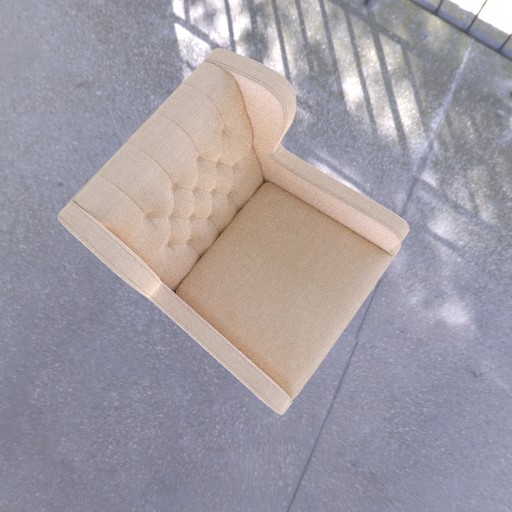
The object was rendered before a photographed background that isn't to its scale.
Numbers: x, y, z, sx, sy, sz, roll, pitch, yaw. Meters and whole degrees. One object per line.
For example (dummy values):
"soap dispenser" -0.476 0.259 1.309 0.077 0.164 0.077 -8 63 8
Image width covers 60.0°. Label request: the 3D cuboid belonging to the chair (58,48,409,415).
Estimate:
"chair" 0.000 0.000 1.484 0.760 0.930 0.710 36 78 9
